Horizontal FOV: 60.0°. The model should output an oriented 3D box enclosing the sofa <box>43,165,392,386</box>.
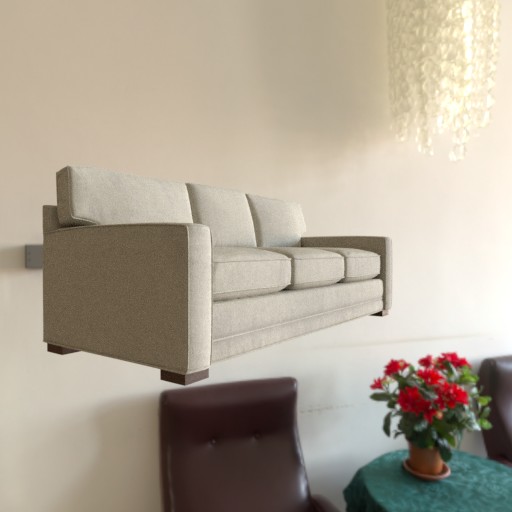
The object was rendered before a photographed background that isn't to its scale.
[{"bbox_3d":[0.000,0.000,2.604,0.936,0.862,2.093,1,1,36],"label":"sofa"}]
